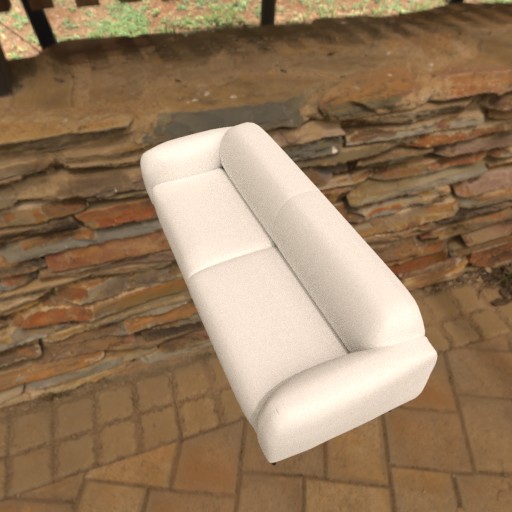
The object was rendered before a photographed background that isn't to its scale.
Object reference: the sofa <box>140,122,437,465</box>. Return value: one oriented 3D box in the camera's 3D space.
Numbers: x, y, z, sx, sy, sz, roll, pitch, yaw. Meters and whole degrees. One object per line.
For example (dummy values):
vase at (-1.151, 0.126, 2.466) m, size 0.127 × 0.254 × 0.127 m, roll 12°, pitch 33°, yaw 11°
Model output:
sofa at (0.000, 0.000, 2.667) m, size 0.880 × 0.780 × 2.257 m, roll -17°, pitch 48°, yaw -17°
